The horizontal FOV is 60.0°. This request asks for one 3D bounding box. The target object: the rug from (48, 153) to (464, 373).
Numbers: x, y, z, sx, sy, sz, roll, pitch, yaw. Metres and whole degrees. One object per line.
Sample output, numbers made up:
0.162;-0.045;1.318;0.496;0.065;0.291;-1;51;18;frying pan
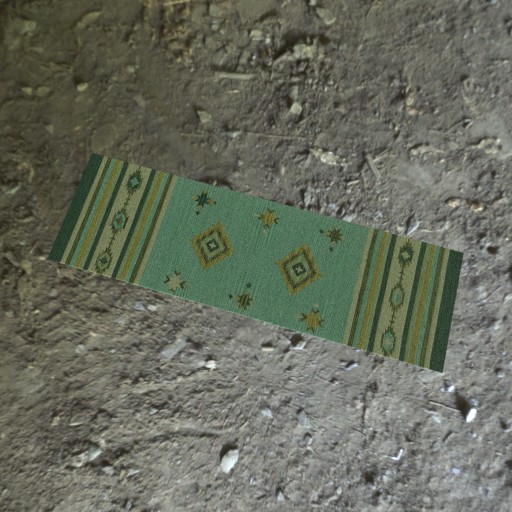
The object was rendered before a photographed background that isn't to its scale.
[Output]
0.000;0.000;2.721;2.441;0.010;0.744;16;76;4;rug
